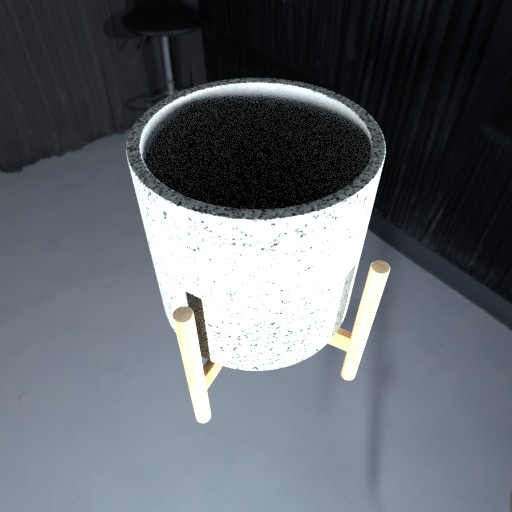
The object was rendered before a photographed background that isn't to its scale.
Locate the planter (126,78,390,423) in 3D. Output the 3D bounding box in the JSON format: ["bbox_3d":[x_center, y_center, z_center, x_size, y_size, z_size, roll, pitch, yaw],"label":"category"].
[{"bbox_3d":[0.000,0.000,0.679,0.360,0.419,0.360,-31,54,-26],"label":"planter"}]
